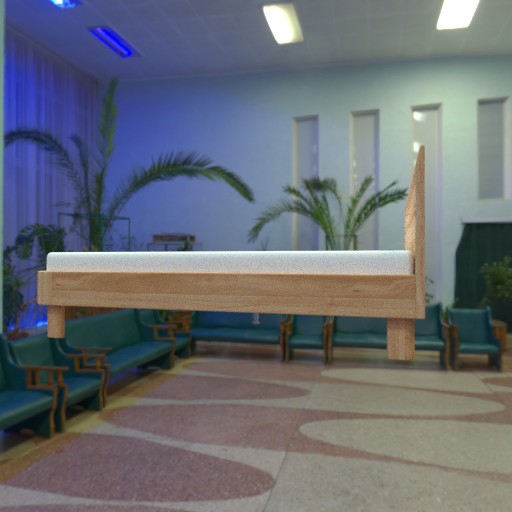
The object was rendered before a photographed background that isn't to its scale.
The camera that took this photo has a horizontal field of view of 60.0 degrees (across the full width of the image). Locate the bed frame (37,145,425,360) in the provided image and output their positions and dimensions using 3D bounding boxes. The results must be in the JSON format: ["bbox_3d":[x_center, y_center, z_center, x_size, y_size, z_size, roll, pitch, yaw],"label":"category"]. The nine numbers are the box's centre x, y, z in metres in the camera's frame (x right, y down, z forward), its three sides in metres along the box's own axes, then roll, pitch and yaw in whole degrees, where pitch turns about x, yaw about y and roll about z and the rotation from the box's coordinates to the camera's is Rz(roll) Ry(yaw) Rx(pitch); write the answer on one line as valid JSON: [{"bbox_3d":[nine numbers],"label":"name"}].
[{"bbox_3d":[0.000,0.000,3.099,2.092,0.940,1.872,0,0,17],"label":"bed frame"}]
